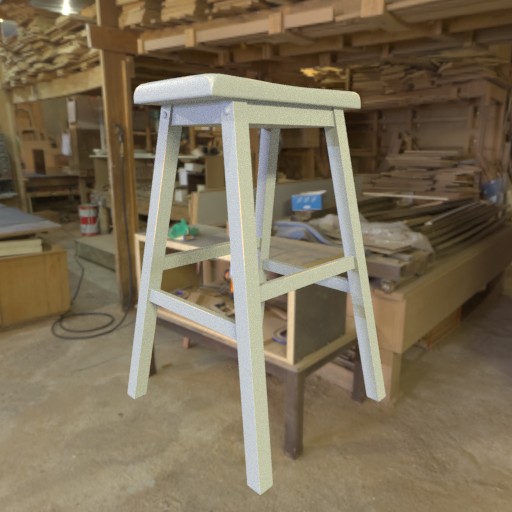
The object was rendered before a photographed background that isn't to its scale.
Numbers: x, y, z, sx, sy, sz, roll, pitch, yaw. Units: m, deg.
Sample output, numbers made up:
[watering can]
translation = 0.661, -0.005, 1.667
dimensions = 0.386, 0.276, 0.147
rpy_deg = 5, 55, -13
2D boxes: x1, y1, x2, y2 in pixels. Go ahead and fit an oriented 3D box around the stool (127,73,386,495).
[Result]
[stool]
translation = 0.000, 0.000, 1.038
dimensions = 0.476, 0.737, 0.457
rpy_deg = 14, 20, 43
